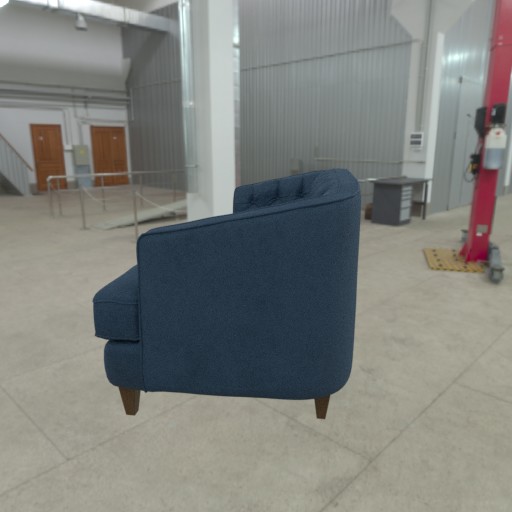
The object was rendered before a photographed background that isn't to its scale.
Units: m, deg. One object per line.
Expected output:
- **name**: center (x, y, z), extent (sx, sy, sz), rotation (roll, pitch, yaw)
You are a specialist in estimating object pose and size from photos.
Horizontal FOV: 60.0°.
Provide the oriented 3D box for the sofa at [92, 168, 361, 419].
- **sofa**: center (0.000, 0.000, 2.277), extent (0.941, 0.854, 1.733), rotation (2, 14, 8)
